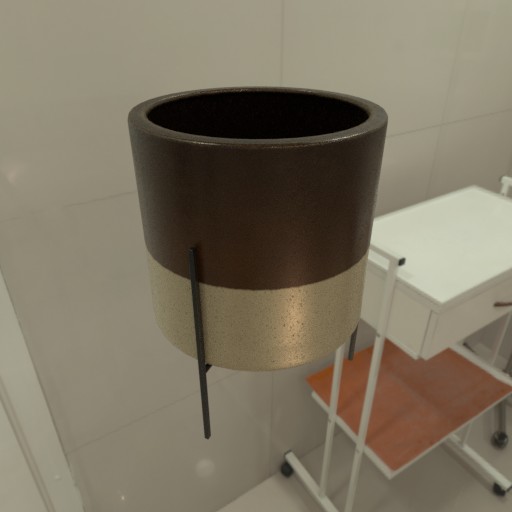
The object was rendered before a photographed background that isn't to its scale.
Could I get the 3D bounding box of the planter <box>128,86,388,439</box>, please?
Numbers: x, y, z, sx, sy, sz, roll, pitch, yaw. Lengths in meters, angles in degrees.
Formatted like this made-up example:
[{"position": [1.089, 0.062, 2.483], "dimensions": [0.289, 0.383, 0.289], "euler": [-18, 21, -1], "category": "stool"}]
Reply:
[{"position": [0.000, 0.000, 0.716], "dimensions": [0.345, 0.465, 0.354], "euler": [-19, 35, -29], "category": "planter"}]
